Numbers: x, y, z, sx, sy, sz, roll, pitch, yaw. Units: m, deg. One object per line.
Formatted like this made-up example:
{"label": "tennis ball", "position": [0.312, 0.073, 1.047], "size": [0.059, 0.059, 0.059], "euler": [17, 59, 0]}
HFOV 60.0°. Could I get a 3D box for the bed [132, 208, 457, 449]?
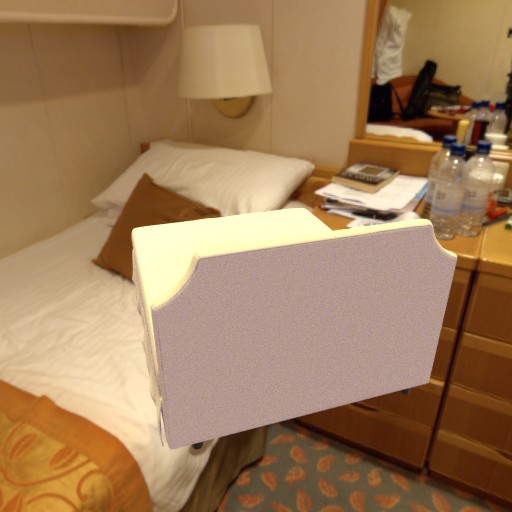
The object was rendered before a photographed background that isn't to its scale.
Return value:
{"label": "bed", "position": [0.000, 0.000, 4.306], "size": [2.350, 1.590, 2.773], "euler": [-8, 28, -16]}
